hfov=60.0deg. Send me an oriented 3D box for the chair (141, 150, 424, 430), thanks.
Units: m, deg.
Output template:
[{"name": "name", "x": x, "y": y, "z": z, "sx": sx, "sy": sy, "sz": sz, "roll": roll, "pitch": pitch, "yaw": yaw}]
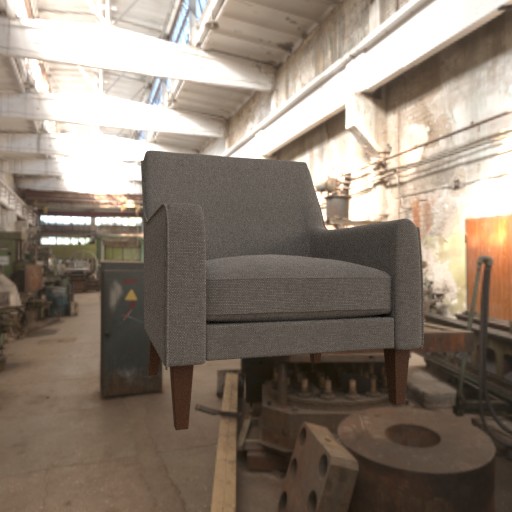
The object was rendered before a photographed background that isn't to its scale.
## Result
[{"name": "chair", "x": 0.000, "y": 0.000, "z": 1.632, "sx": 0.780, "sy": 0.919, "sz": 0.899, "roll": 0, "pitch": -1, "yaw": -18}]
